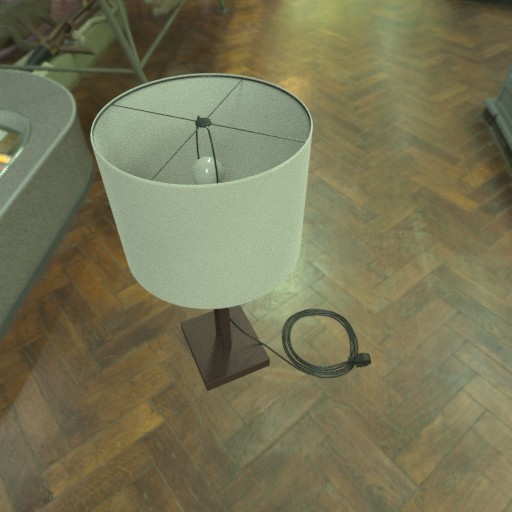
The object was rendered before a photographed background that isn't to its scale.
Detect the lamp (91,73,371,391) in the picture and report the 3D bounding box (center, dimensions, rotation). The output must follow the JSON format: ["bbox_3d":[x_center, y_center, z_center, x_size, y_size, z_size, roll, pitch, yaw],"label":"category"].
[{"bbox_3d":[0.000,0.000,0.970,0.525,0.668,0.396,-18,48,-17],"label":"lamp"}]
